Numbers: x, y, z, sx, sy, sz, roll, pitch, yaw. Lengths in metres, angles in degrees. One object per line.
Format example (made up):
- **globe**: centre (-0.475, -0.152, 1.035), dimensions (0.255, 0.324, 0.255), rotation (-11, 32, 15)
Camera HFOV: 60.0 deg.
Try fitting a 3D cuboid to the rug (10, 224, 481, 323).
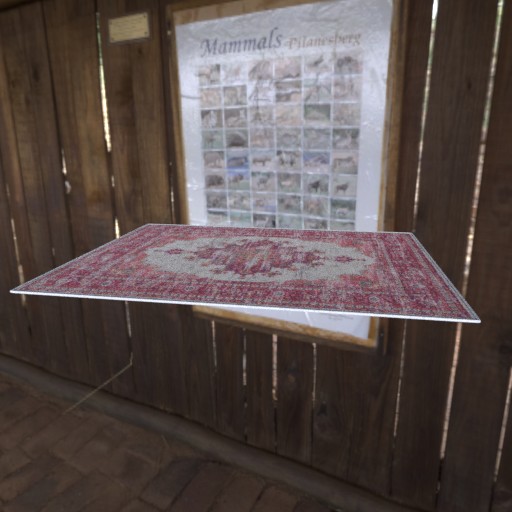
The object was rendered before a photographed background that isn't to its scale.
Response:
- **rug**: centre (0.000, 0.000, 4.032), dimensions (3.123, 0.017, 2.447), rotation (3, 16, 9)
